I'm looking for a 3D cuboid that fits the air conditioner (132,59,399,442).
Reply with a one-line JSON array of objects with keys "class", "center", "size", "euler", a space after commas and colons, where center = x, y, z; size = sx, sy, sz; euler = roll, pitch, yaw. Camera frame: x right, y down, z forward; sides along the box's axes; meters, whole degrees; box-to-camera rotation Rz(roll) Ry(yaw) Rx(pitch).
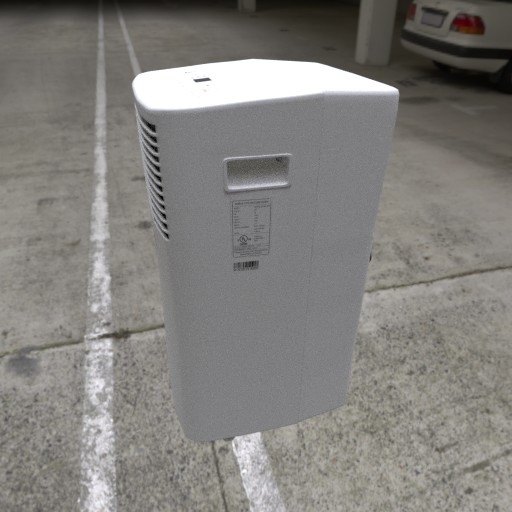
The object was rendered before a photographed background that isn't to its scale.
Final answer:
[{"class": "air conditioner", "center": [0.000, 0.000, 0.783], "size": [0.349, 0.606, 0.304], "euler": [-9, 32, -14]}]
